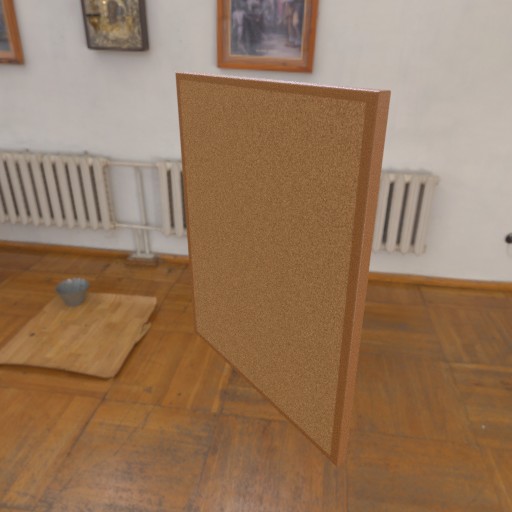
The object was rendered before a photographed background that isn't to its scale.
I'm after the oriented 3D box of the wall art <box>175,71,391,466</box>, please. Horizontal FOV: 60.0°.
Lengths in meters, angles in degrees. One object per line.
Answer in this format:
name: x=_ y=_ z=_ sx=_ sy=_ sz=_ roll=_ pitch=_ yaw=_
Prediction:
wall art: x=0.000 y=0.000 z=0.743 sx=0.022 sy=0.553 sz=0.452 roll=-18 pitch=31 yaw=-33
